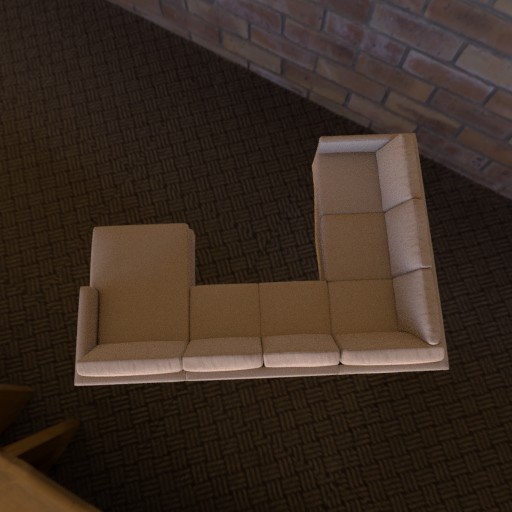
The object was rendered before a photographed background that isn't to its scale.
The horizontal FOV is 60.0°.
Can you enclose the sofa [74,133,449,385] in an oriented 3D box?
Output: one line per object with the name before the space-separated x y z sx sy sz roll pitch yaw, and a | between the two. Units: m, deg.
sofa | 0.000 0.000 4.576 3.460 0.882 2.427 -2 75 -1
